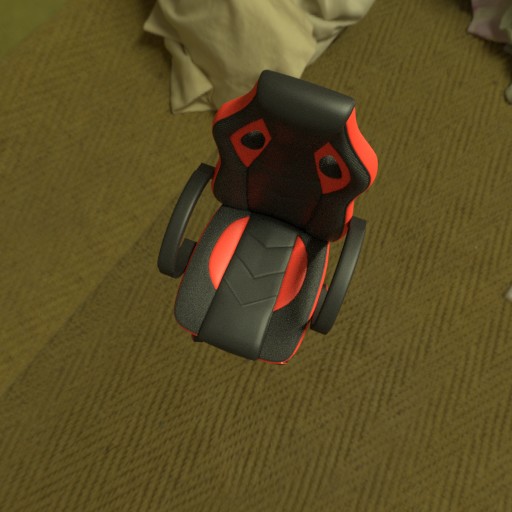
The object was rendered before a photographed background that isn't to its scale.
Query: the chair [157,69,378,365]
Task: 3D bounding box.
[{"bbox_3d":[0.000,0.000,1.400,0.600,1.016,0.642,20,78,5],"label":"chair"}]
